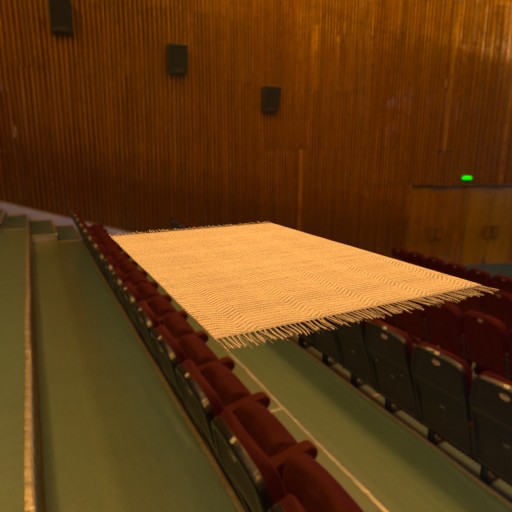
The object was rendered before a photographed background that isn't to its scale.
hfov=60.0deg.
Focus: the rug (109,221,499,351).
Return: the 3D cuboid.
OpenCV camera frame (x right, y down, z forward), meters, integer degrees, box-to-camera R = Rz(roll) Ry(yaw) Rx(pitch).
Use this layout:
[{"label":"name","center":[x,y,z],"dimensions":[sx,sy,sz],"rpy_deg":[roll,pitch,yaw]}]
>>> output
[{"label":"rug","center":[0.000,0.000,2.409],"dimensions":[1.224,0.027,2.021],"rpy_deg":[-7,15,-26]}]
